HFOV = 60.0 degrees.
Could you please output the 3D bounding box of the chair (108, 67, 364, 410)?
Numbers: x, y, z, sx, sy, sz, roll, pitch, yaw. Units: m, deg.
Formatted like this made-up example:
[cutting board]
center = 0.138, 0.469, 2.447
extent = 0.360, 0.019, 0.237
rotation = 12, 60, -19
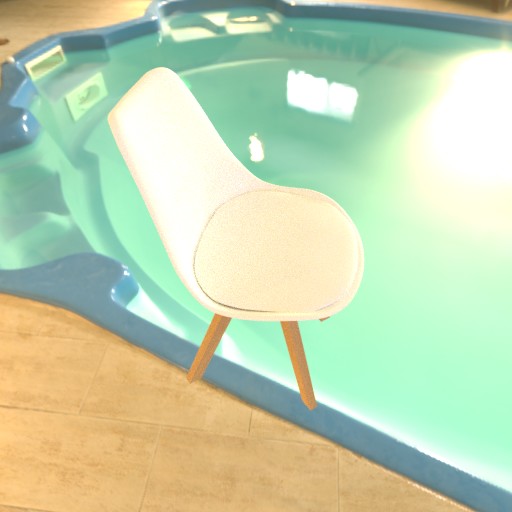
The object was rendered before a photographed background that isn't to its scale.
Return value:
[chair]
center = 0.000, 0.000, 1.163
extent = 0.550, 0.849, 0.485
rotation = 9, 47, 9
